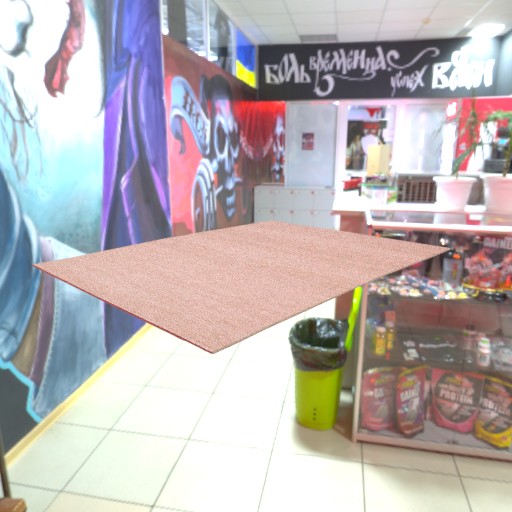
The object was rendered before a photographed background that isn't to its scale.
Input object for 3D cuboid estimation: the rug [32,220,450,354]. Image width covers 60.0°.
[{"bbox_3d":[0.000,0.000,4.214,2.434,0.045,3.202,14,20,42],"label":"rug"}]
